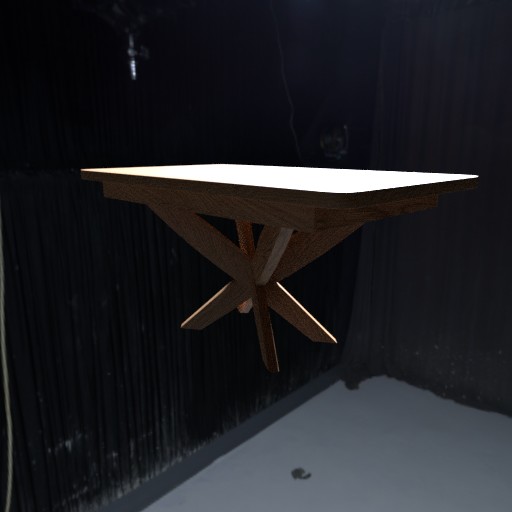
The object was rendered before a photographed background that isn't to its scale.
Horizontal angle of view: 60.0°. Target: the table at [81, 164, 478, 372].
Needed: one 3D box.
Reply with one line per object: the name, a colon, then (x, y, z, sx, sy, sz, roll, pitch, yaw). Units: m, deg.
table: (0.000, 0.000, 2.074, 0.950, 0.770, 1.600, -13, 19, -43)
